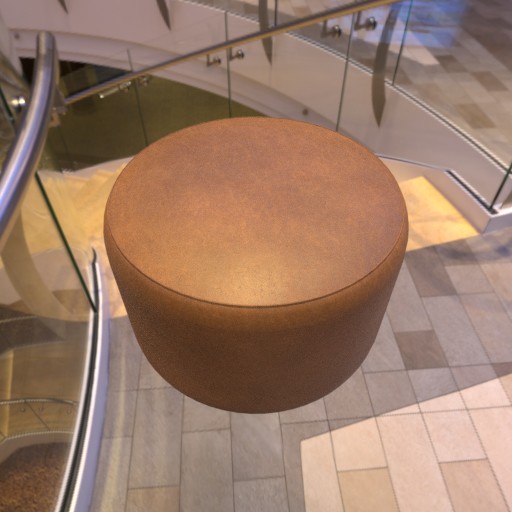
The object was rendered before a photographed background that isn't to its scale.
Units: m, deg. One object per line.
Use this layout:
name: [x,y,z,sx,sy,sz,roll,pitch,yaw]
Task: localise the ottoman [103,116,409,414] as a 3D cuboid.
ottoman: [0.000,0.000,1.004,0.607,0.438,0.607,0,46,0]
